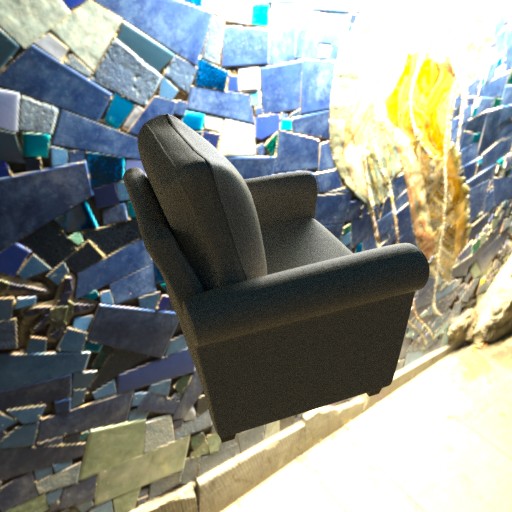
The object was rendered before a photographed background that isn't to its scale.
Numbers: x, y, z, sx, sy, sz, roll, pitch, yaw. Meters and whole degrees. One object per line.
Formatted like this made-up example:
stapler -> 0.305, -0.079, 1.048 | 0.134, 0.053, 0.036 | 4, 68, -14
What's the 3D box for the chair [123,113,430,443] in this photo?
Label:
chair -> 0.000, 0.000, 2.338 | 1.180, 1.349, 1.275 | -11, 32, -18
